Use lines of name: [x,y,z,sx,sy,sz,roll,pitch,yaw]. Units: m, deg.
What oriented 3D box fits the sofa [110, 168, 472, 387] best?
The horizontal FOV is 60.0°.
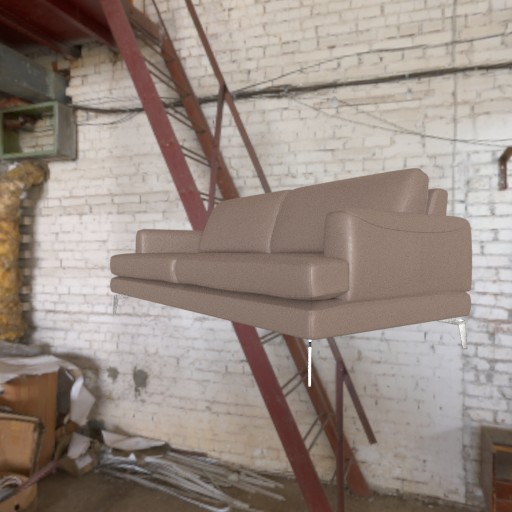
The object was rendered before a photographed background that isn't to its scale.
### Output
sofa: [0.000,0.000,2.368,0.974,0.765,1.940,-1,1,-35]
